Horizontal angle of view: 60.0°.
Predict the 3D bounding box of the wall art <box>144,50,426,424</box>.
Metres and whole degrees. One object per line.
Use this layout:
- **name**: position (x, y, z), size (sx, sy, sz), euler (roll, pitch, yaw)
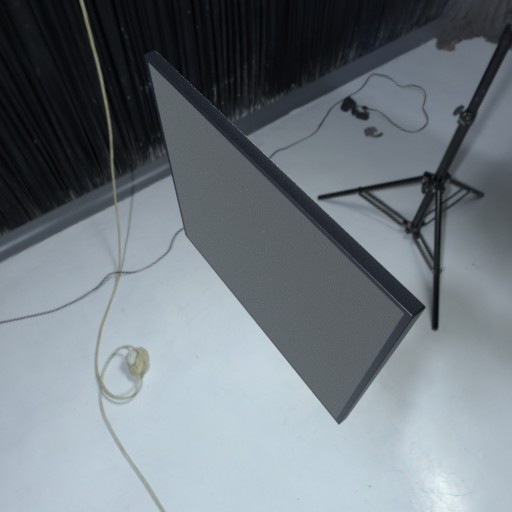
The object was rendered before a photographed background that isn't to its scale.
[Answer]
- **wall art**: position (0.000, 0.000, 0.722), size (0.018, 0.450, 0.521), euler (-32, 62, -19)
